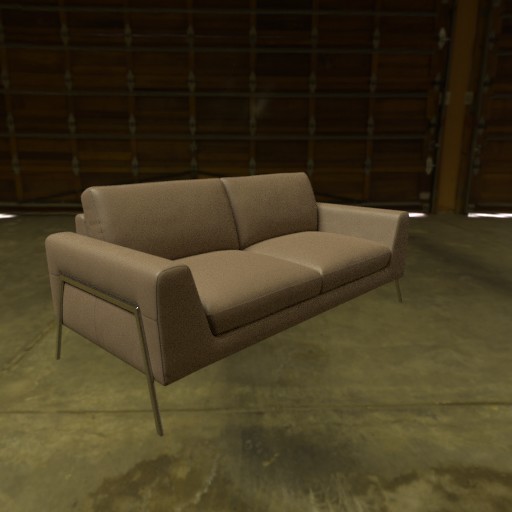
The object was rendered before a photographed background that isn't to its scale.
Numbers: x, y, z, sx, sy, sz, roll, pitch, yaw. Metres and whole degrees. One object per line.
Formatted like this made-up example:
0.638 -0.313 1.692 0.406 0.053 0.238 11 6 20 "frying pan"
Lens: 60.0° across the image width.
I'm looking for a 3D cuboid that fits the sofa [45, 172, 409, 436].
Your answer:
0.000 0.000 2.570 0.953 0.875 2.017 13 19 42 "sofa"
